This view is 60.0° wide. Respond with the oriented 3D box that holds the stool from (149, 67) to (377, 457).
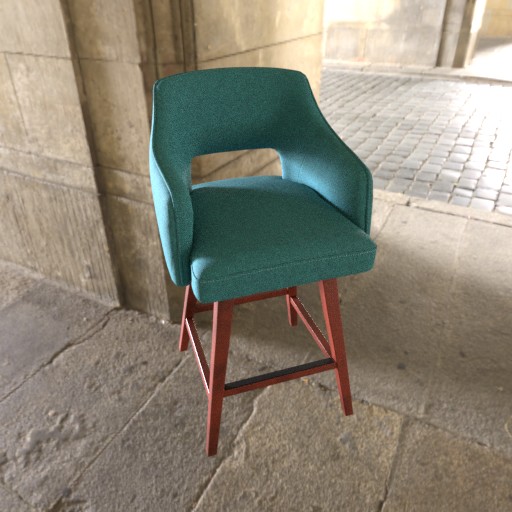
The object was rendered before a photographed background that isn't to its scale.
[{"bbox_3d":[0.000,0.000,1.311,0.548,0.961,0.556,-10,33,-16],"label":"stool"}]
